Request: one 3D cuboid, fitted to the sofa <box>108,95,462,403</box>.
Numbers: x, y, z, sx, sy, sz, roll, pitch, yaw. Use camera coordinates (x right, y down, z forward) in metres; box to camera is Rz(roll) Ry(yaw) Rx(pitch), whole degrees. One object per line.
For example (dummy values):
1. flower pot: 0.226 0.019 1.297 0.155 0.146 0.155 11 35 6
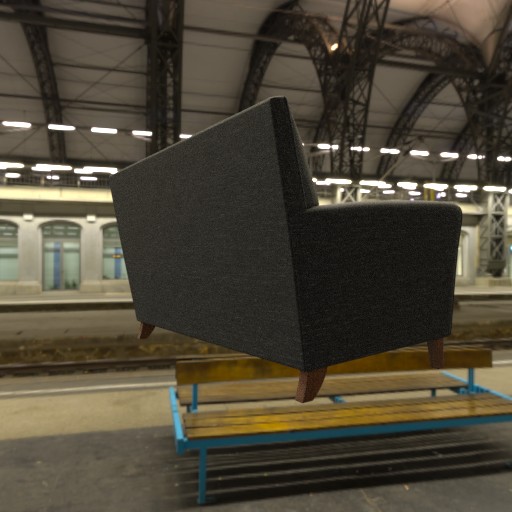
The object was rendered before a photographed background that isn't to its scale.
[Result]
1. sofa: 0.000 0.000 1.947 0.875 0.846 1.420 0 -1 -36
